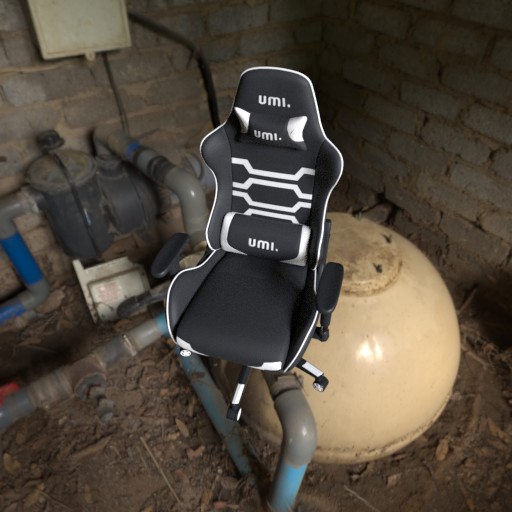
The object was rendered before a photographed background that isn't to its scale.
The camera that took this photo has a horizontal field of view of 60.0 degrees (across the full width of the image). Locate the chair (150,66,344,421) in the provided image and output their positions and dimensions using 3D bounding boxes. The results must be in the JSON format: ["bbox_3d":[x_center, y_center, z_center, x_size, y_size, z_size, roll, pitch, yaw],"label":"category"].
[{"bbox_3d":[0.000,0.000,1.660,0.700,1.240,0.700,11,43,12],"label":"chair"}]
